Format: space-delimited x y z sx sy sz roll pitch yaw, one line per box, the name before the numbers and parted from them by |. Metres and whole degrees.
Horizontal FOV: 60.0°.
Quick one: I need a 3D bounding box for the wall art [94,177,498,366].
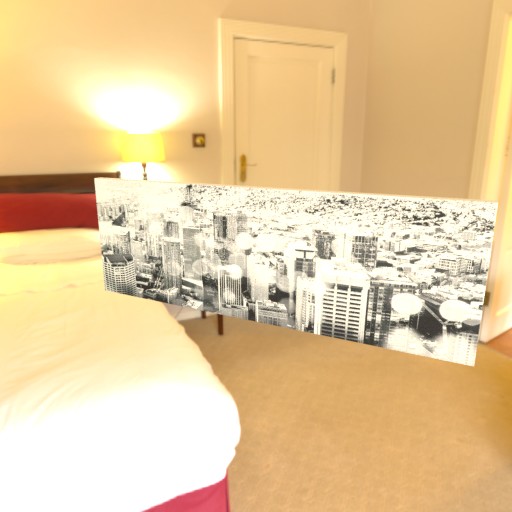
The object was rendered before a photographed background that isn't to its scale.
wall art | 0.000 0.000 1.641 1.520 0.507 0.044 8 17 26
